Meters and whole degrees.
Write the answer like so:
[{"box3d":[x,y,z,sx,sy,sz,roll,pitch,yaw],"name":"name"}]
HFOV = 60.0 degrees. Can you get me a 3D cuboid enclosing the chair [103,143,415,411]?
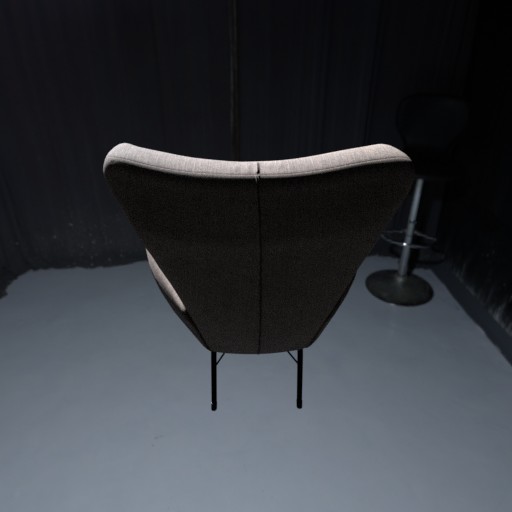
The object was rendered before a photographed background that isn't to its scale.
[{"box3d":[0.000,0.000,1.763,0.980,1.040,0.900,-1,30,-3],"name":"chair"}]
